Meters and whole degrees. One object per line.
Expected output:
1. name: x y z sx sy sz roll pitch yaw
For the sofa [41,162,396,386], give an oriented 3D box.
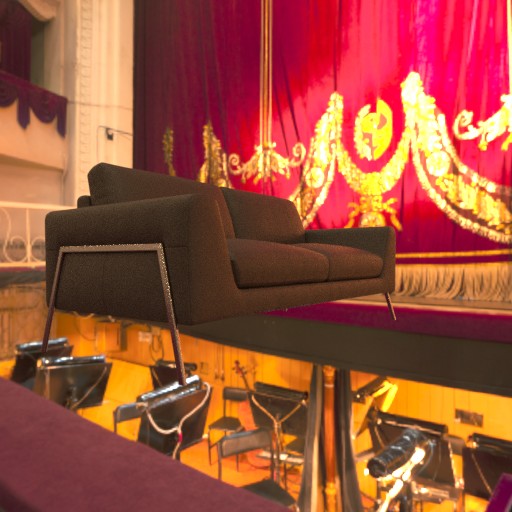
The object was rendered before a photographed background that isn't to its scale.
1. sofa: 0.000 0.000 2.542 0.953 0.875 2.017 0 -1 37
